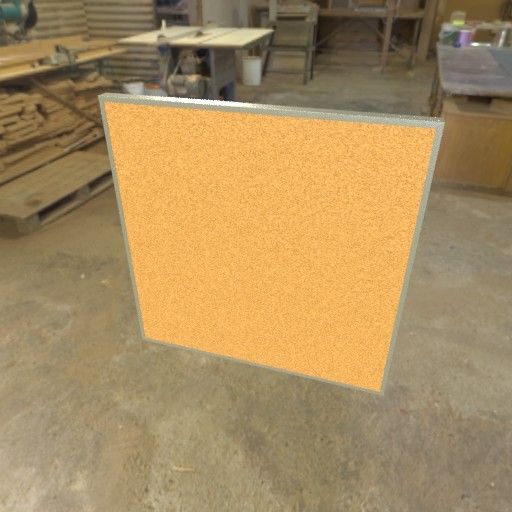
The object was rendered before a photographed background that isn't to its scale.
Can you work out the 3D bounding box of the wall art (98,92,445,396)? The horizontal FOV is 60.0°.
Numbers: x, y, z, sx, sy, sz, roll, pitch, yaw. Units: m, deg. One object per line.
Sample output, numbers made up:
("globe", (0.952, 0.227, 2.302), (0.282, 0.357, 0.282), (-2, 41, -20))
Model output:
("wall art", (0.000, 0.000, 1.223), (0.809, 0.807, 0.038), (9, 33, 15))
